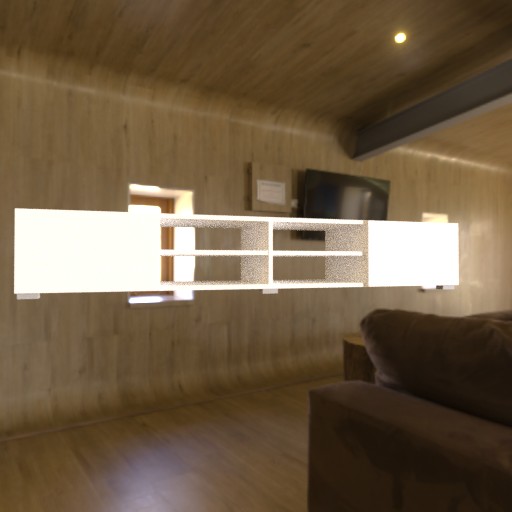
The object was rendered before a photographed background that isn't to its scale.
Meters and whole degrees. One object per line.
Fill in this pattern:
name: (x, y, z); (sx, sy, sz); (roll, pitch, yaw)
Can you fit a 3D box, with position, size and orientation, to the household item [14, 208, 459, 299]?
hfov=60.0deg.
household item: (0.000, 0.000, 1.978); (1.850, 0.310, 0.420); (0, -1, -18)
